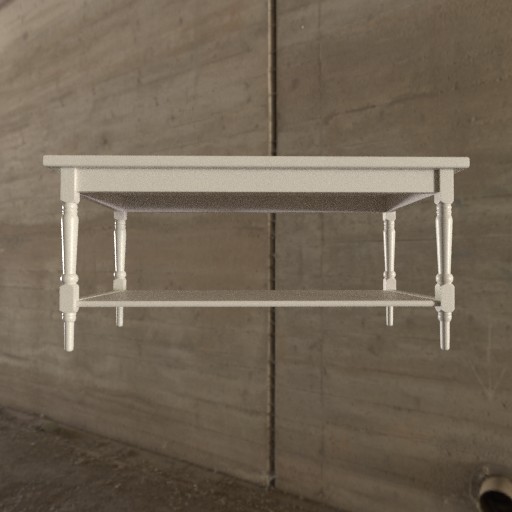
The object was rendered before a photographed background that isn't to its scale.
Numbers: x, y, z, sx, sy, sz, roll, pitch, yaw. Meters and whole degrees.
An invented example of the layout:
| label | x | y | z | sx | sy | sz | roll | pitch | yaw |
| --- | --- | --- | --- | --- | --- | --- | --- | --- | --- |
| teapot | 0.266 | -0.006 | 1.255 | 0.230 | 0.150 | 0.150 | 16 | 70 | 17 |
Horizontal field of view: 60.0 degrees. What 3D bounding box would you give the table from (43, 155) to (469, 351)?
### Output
| label | x | y | z | sx | sy | sz | roll | pitch | yaw |
| --- | --- | --- | --- | --- | --- | --- | --- | --- | --- |
| table | 0.000 | 0.000 | 1.418 | 1.107 | 0.510 | 0.550 | 0 | -1 | -1 |
